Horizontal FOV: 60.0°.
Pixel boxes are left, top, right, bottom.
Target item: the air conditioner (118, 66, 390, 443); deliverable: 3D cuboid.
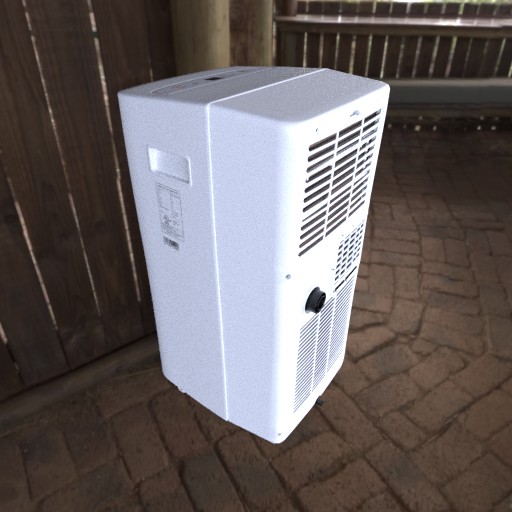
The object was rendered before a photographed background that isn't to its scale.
[{"bbox_3d":[0.000,0.000,0.807,0.349,0.606,0.304,21,38,30],"label":"air conditioner"}]
